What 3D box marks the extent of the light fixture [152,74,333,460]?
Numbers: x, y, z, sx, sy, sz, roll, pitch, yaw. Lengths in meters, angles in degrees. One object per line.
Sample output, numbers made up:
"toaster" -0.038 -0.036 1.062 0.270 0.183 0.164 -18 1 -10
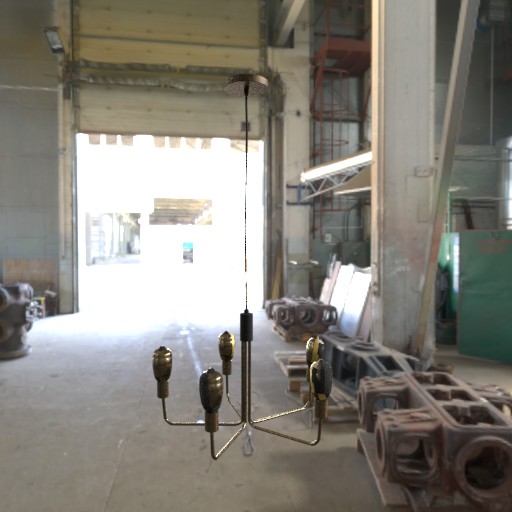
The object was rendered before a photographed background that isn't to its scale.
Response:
"light fixture" 0.000 0.000 1.361 0.532 1.059 0.588 1 2 37
